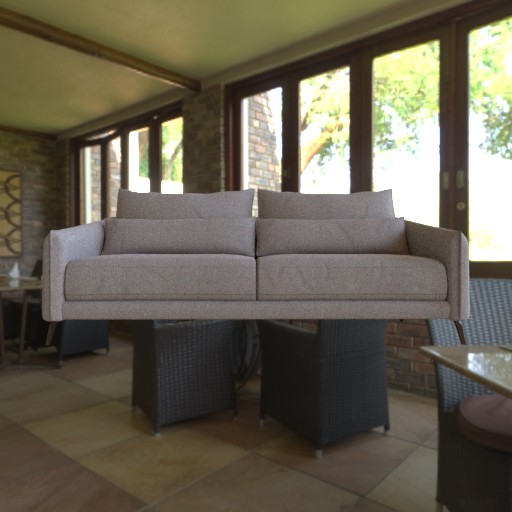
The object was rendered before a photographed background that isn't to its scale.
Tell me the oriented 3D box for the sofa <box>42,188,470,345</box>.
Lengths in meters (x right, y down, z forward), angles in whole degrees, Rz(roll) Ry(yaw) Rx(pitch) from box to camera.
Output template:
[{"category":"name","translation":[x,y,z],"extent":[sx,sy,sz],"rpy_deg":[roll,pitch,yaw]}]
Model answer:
[{"category":"sofa","translation":[0.000,0.000,2.450],"extent":[2.022,0.833,0.809],"rpy_deg":[0,1,0]}]
